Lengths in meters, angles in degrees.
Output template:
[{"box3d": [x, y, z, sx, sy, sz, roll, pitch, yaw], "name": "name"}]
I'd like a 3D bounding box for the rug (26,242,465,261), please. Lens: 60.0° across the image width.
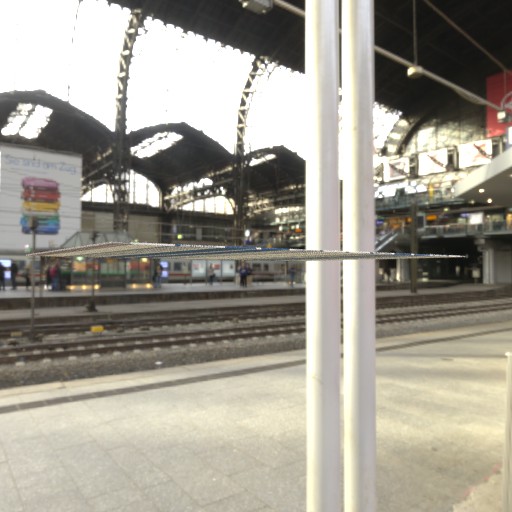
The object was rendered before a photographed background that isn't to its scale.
[{"box3d": [0.000, 0.000, 2.889, 2.441, 0.010, 1.532, 1, -2, -37], "name": "rug"}]
